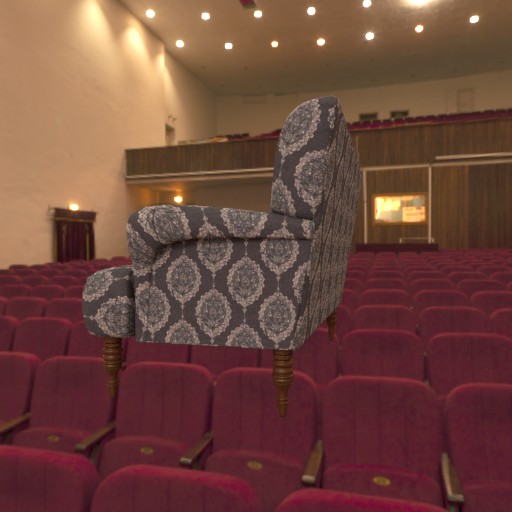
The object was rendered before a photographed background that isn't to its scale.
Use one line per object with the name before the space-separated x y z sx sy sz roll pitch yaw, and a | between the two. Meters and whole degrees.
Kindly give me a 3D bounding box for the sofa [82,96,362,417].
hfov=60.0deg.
sofa | 0.000 0.000 1.798 0.779 0.867 1.297 0 1 17
